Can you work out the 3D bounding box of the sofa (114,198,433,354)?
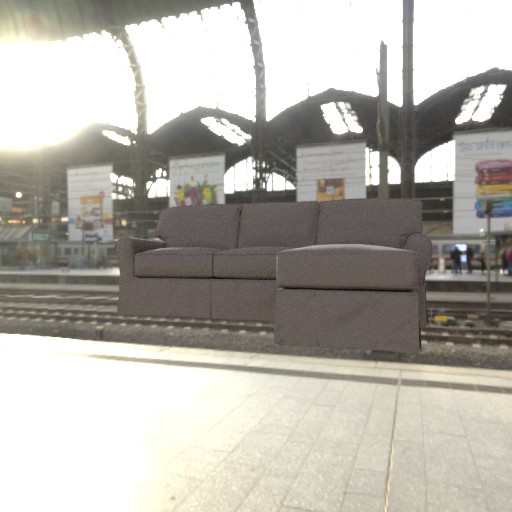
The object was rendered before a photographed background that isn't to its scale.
[{"bbox_3d":[0.000,0.000,3.315,2.475,0.978,1.733,0,0,17],"label":"sofa"}]
